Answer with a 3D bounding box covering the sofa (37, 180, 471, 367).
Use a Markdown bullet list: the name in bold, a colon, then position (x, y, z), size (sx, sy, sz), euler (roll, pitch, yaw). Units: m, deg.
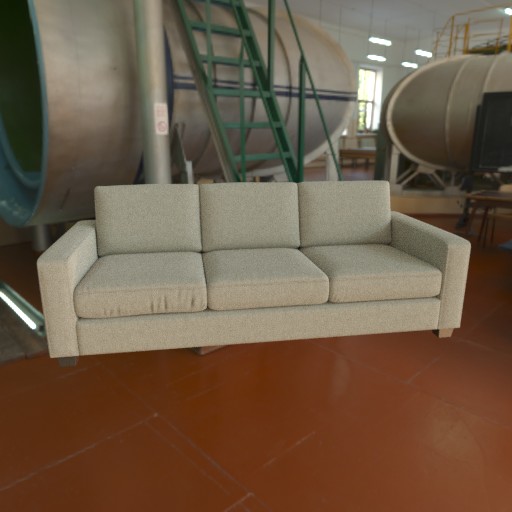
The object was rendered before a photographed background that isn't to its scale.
- **sofa**: position (0.000, 0.000, 2.610), size (2.160, 0.800, 0.900), euler (-3, 16, -9)
